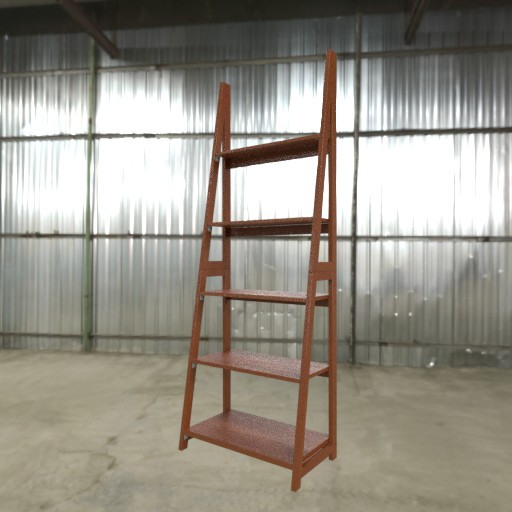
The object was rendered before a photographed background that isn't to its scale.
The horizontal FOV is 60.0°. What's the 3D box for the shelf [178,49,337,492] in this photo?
[{"bbox_3d":[0.000,0.000,1.997,0.630,1.780,0.356,0,0,36],"label":"shelf"}]
